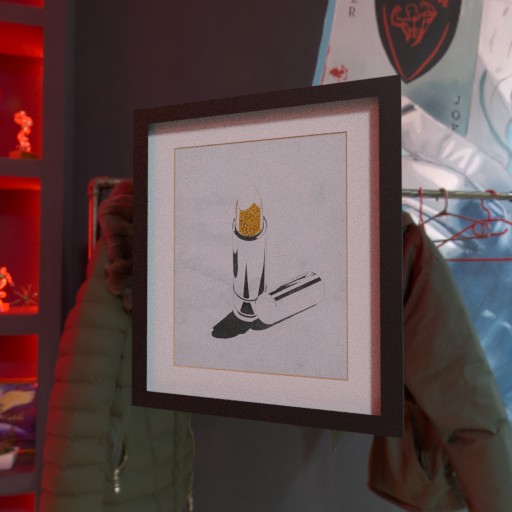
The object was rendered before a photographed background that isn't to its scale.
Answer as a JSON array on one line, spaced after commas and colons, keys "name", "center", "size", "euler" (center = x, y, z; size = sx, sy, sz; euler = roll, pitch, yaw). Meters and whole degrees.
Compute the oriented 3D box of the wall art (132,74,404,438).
[{"name": "wall art", "center": [0.000, 0.000, 0.527], "size": [0.330, 0.381, 0.019], "euler": [0, -1, 19]}]
